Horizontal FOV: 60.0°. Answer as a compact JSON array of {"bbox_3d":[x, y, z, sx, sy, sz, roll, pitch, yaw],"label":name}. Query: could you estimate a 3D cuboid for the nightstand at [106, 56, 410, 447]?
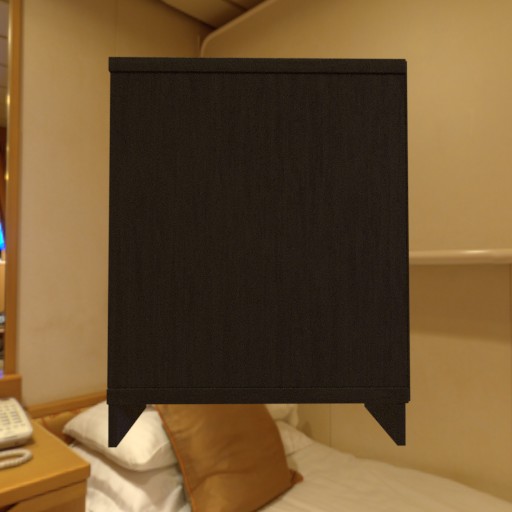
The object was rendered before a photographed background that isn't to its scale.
[{"bbox_3d":[0.000,0.000,0.720,0.347,0.448,0.427,0,-2,-1],"label":"nightstand"}]
